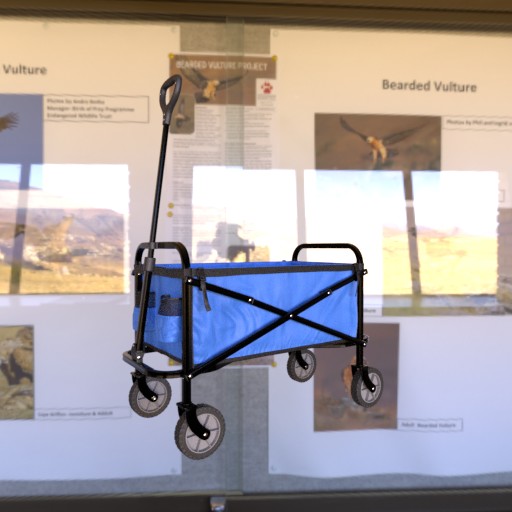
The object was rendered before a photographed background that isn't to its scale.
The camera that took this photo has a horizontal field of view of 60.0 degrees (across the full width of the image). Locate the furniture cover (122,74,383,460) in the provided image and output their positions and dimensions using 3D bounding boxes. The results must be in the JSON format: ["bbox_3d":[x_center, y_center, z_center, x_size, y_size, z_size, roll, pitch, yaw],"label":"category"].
[{"bbox_3d":[0.000,0.000,1.820,1.038,1.295,0.532,-1,1,-35],"label":"furniture cover"}]
